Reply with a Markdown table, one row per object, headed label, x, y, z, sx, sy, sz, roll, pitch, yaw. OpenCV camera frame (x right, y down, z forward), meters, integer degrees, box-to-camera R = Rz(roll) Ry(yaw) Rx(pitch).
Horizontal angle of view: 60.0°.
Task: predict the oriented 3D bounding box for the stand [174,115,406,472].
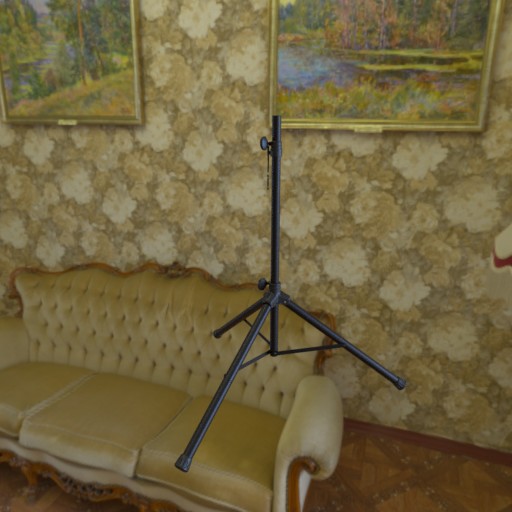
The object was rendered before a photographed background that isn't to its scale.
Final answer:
| label | x | y | z | sx | sy | sz | roll | pitch | yaw |
| --- | --- | --- | --- | --- | --- | --- | --- | --- | --- |
| stand | 0.000 | 0.000 | 1.894 | 1.045 | 1.136 | 0.907 | -8 | 17 | -27 |
